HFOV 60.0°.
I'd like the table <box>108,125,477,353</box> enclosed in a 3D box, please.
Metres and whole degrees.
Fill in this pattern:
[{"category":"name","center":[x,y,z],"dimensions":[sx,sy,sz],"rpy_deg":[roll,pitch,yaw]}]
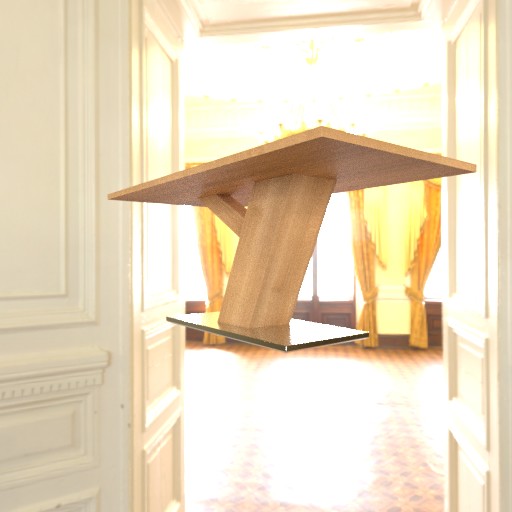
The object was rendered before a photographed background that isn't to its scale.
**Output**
[{"category":"table","center":[0.000,0.000,2.258],"dimensions":[0.900,0.750,1.800],"rpy_deg":[0,0,-37]}]
